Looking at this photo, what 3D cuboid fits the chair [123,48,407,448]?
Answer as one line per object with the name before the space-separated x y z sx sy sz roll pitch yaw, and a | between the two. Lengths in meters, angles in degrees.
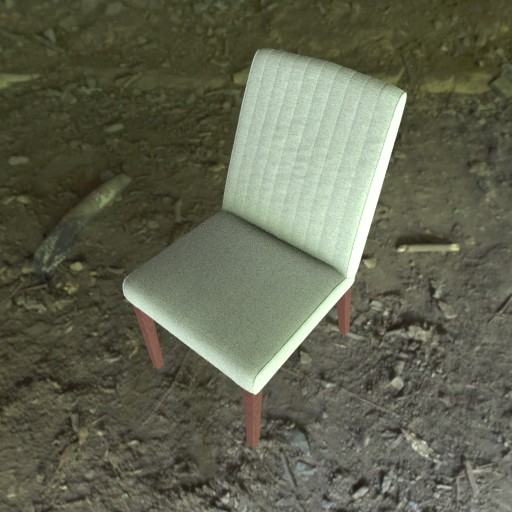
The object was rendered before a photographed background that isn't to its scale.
chair | 0.000 0.000 1.238 0.480 0.900 0.594 30 52 27
